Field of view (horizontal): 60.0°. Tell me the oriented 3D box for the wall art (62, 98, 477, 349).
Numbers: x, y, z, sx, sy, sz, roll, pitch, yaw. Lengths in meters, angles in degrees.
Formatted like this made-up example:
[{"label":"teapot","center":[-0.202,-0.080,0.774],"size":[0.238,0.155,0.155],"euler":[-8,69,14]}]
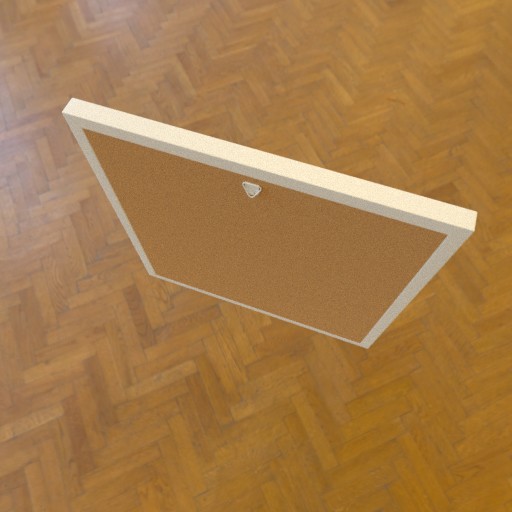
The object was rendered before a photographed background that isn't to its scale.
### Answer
[{"label":"wall art","center":[0.000,0.000,1.120],"size":[0.761,0.762,0.050],"euler":[18,65,8]}]
